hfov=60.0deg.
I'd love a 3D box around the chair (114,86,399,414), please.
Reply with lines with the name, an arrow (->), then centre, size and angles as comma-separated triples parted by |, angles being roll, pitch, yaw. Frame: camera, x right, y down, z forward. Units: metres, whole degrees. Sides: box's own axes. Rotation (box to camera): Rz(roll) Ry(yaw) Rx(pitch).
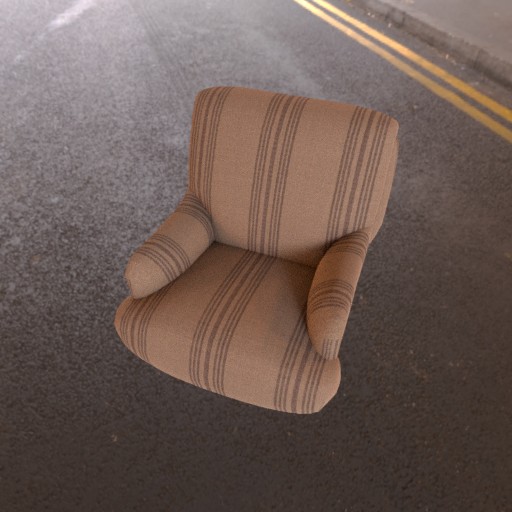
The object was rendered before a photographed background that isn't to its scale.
chair -> 0.000, 0.000, 1.637 | 0.813, 0.940, 0.914 | 15, 44, 15
